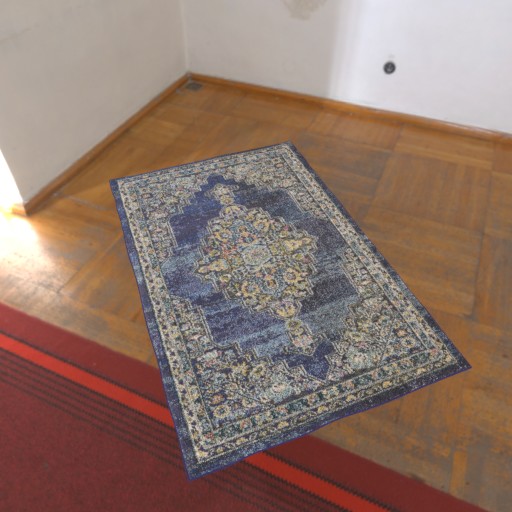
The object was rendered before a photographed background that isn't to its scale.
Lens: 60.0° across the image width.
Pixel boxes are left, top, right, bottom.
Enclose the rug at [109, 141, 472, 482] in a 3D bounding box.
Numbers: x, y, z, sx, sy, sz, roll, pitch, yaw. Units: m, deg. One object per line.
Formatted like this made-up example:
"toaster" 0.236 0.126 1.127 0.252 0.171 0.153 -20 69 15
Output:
"rug" 0.000 0.000 2.202 1.184 0.012 1.781 -16 49 -14
